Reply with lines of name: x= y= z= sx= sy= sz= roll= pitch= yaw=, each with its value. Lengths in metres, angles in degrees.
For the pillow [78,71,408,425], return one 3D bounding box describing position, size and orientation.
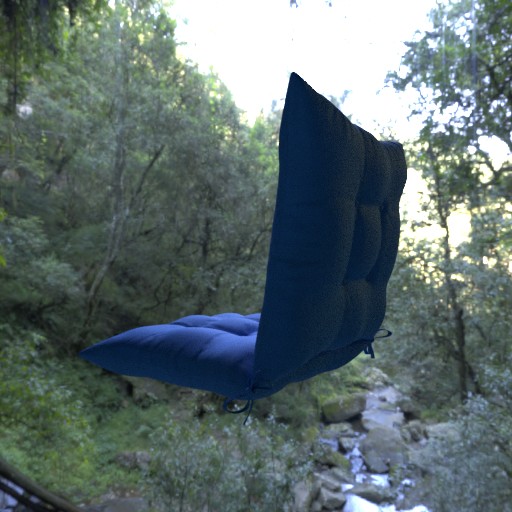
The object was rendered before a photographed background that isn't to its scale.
pillow: x=0.000 y=0.000 z=0.986 sx=0.585 sy=0.536 sz=0.541 roll=0 pitch=0 yaw=36
